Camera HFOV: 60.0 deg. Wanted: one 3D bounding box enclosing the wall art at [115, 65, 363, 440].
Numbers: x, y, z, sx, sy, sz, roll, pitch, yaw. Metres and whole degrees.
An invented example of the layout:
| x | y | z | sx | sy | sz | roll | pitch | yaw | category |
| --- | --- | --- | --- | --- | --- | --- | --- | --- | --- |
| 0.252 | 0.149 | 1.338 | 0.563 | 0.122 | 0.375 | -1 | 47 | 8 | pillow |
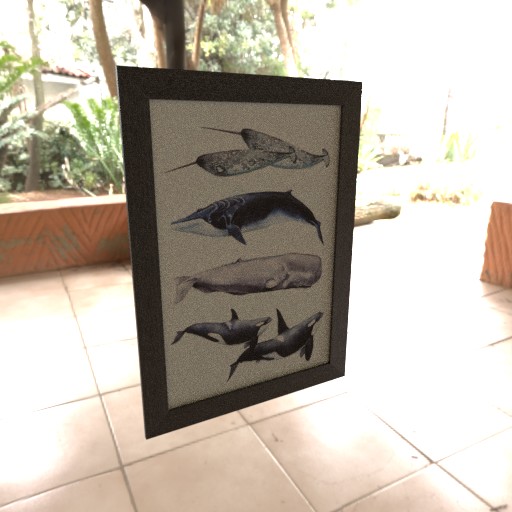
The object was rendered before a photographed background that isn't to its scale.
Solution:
| x | y | z | sx | sy | sz | roll | pitch | yaw | category |
| --- | --- | --- | --- | --- | --- | --- | --- | --- | --- |
| 0.000 | 0.000 | 1.465 | 0.810 | 1.116 | 0.016 | -8 | 18 | -27 | wall art |
